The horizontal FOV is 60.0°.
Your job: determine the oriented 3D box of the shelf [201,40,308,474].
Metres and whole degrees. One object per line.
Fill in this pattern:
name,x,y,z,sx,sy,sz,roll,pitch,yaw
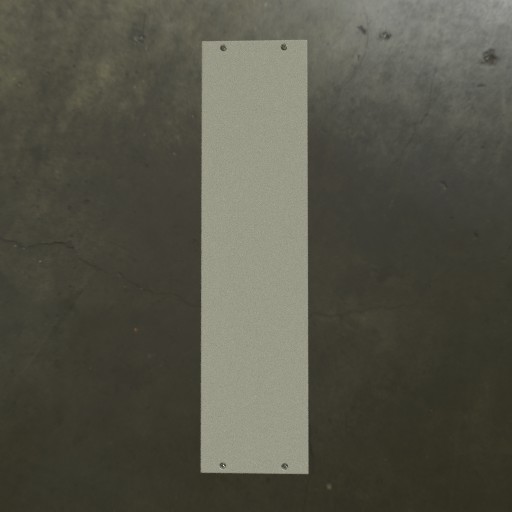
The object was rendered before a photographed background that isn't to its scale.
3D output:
shelf,0.000,0.000,0.709,0.150,0.170,0.610,0,89,2
